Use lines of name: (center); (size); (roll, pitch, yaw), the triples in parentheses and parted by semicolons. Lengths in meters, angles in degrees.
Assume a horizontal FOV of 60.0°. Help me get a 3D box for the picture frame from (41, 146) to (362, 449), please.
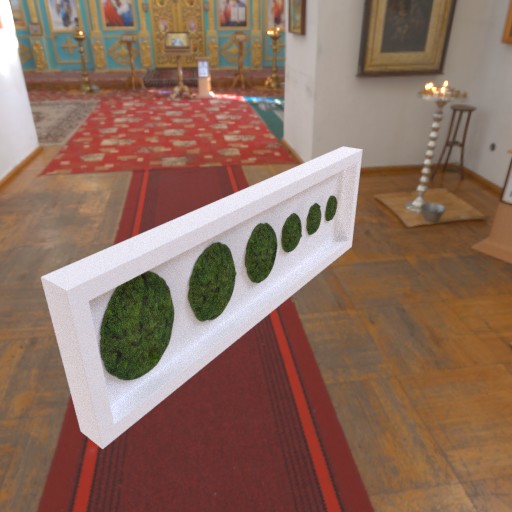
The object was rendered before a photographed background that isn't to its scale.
picture frame: (0.000, 0.000, 0.820); (0.050, 0.250, 0.759); (19, 33, 32)
